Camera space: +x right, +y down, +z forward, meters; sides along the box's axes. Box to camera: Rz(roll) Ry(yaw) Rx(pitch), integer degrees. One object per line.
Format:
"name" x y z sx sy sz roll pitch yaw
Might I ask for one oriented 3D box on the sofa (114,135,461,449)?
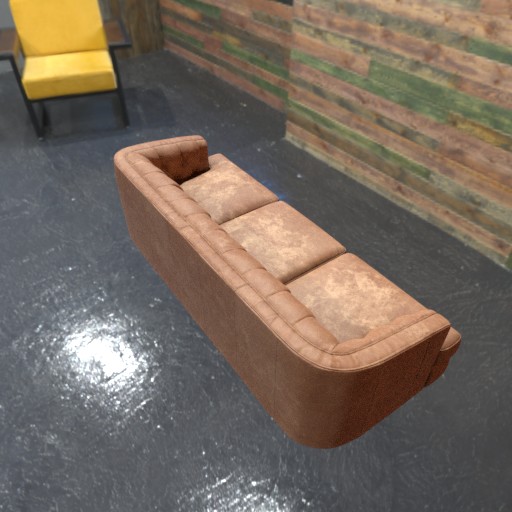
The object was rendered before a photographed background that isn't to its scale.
"sofa" 0.000 0.000 2.675 0.922 0.791 2.257 -26 48 -26
